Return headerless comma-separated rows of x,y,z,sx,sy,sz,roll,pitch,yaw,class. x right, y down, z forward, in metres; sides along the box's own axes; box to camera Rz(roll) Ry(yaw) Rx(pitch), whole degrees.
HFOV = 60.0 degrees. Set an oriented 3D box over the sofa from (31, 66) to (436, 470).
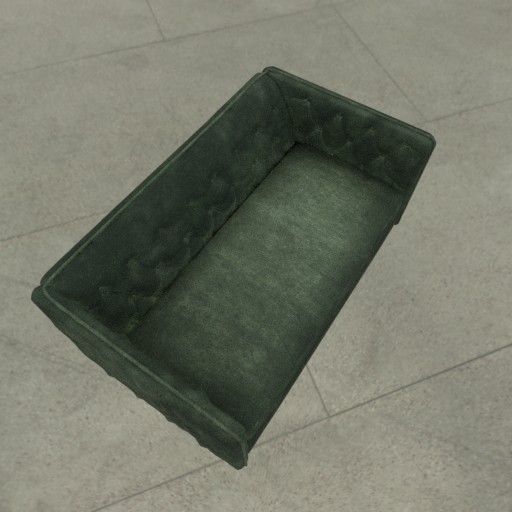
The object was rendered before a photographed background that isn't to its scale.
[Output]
0.000,0.000,2.016,0.895,0.768,1.537,30,64,17,sofa
